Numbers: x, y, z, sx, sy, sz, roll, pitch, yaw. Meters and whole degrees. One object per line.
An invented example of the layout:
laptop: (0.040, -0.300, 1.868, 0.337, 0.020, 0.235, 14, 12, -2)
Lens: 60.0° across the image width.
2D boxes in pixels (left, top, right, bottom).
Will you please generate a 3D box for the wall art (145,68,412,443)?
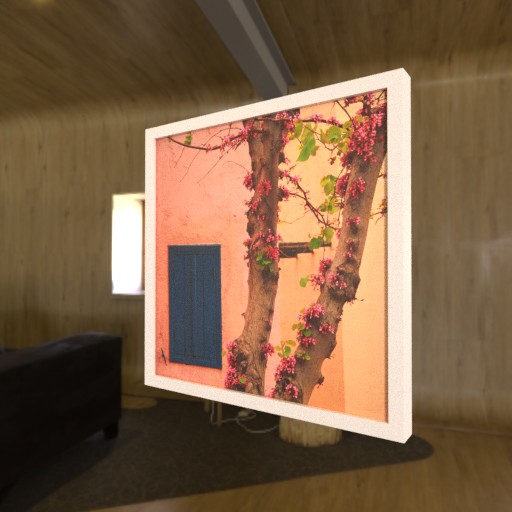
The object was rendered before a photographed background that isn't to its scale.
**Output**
wall art: (0.000, 0.000, 0.757, 0.507, 0.508, 0.038, 0, -1, 34)
